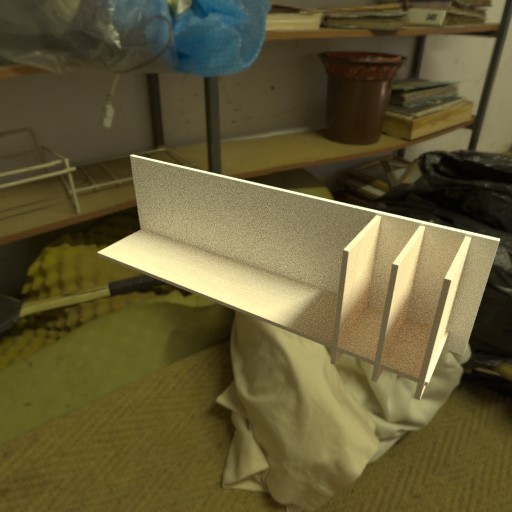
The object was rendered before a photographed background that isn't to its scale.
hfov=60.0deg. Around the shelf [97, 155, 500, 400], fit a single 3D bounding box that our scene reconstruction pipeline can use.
[{"bbox_3d":[0.000,0.000,1.118,1.020,0.300,0.200,18,35,28],"label":"shelf"}]
